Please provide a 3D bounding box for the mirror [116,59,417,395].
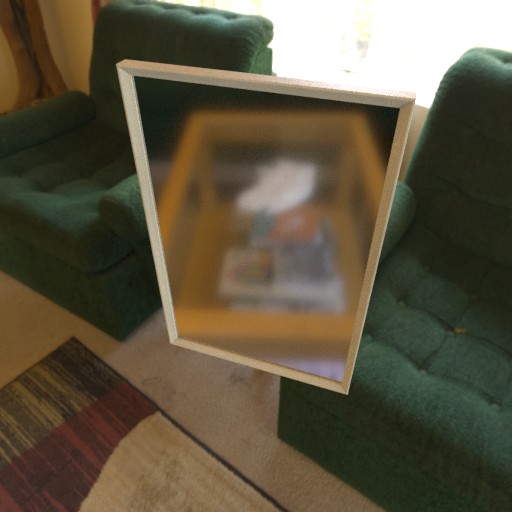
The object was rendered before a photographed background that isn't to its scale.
[{"bbox_3d":[0.000,0.000,1.162,0.609,0.915,0.041,13,41,15],"label":"mirror"}]
